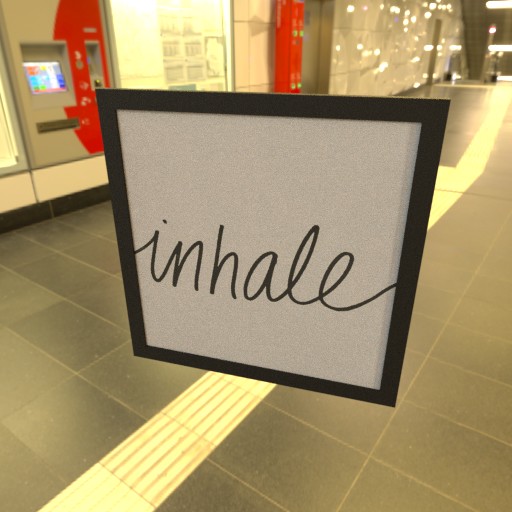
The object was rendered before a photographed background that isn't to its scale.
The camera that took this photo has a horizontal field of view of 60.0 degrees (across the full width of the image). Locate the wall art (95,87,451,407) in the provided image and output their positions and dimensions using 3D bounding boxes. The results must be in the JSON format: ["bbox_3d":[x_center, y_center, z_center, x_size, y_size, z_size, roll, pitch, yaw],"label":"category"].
[{"bbox_3d":[0.000,0.000,0.512,0.356,0.356,0.013,7,26,15],"label":"wall art"}]
